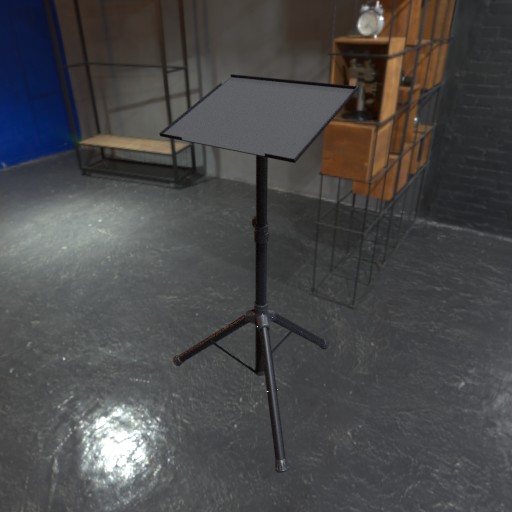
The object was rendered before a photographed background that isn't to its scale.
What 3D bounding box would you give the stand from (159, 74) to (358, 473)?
[{"bbox_3d":[0.000,0.000,1.630,0.702,1.198,0.702,18,34,29],"label":"stand"}]
